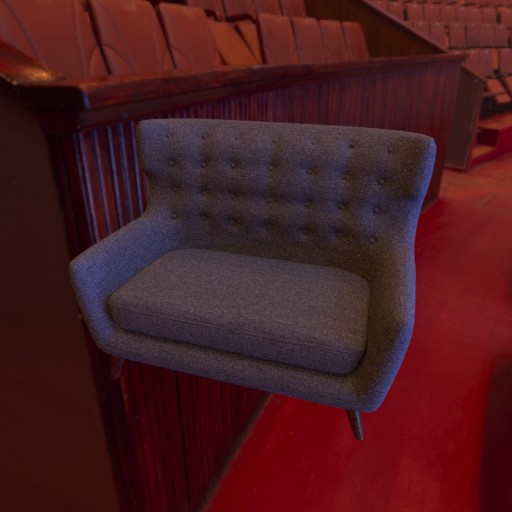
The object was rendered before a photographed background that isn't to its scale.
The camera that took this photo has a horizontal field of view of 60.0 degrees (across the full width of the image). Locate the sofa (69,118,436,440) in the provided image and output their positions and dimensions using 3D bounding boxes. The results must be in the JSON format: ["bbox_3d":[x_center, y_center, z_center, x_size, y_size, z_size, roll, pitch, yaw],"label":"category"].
[{"bbox_3d":[0.000,0.000,1.953,1.358,1.028,0.874,8,27,16],"label":"sofa"}]
